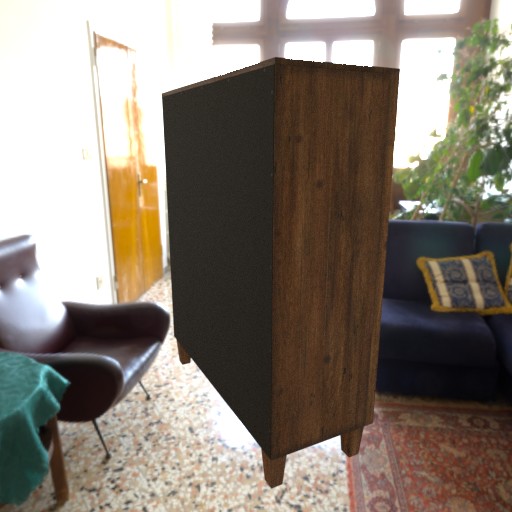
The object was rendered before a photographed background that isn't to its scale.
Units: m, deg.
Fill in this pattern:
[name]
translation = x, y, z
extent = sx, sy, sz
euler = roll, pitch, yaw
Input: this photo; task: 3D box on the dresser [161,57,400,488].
[dresser]
translation = 0.000, 0.000, 1.864
extent = 0.438, 1.359, 1.067
euler = -8, 17, -26
